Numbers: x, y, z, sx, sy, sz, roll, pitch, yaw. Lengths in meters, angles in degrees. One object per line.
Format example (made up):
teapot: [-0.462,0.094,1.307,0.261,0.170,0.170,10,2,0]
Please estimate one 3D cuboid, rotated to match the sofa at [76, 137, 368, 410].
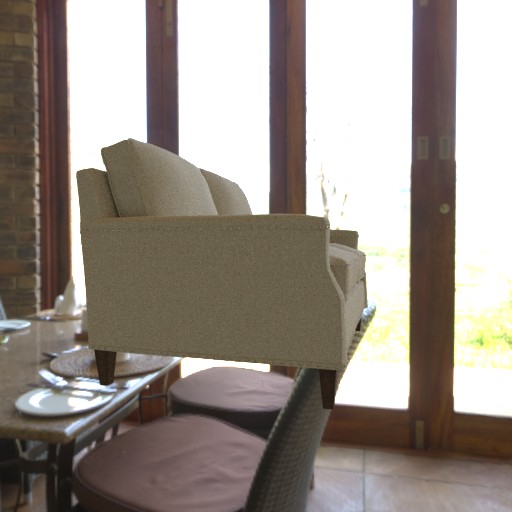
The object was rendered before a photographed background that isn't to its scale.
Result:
sofa: [0.000,0.000,2.332,1.084,1.003,1.597,0,1,17]
